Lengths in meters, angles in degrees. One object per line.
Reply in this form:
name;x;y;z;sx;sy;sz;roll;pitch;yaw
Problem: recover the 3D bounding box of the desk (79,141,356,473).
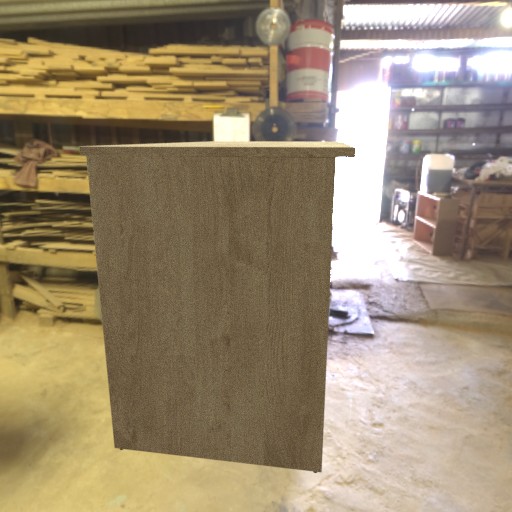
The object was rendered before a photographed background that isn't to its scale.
desk;0.000;0.000;1.490;0.560;0.735;1.097;2;15;9
